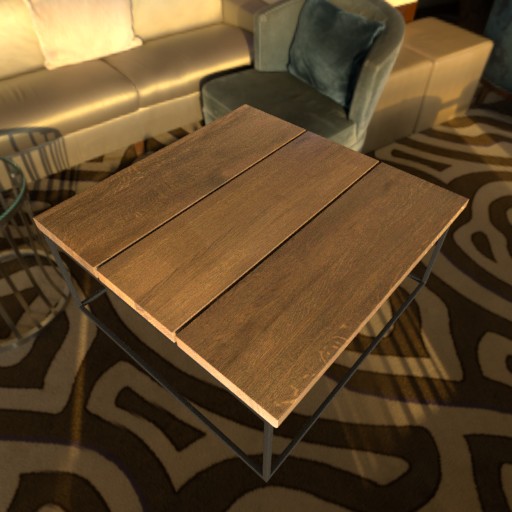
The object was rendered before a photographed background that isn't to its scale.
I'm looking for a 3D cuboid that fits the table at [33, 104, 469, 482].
[{"bbox_3d":[0.000,0.000,1.434,0.900,0.400,0.900,32,54,27],"label":"table"}]
